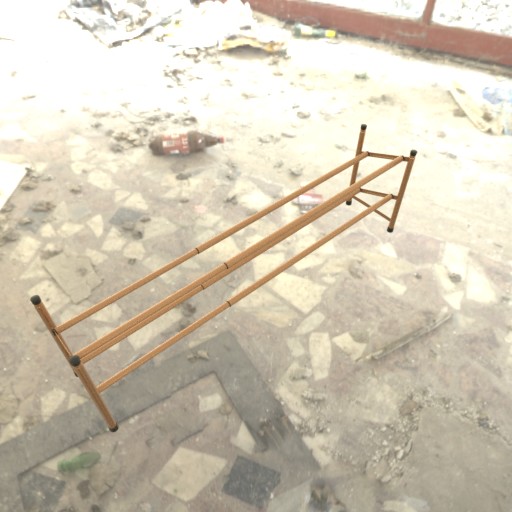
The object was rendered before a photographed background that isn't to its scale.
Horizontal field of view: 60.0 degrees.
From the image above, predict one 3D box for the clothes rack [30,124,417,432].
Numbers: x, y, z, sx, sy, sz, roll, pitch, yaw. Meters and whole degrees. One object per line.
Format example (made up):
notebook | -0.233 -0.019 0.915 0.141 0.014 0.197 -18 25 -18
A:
clothes rack | 0.000 0.000 1.332 1.168 0.349 0.229 -32 55 -26
